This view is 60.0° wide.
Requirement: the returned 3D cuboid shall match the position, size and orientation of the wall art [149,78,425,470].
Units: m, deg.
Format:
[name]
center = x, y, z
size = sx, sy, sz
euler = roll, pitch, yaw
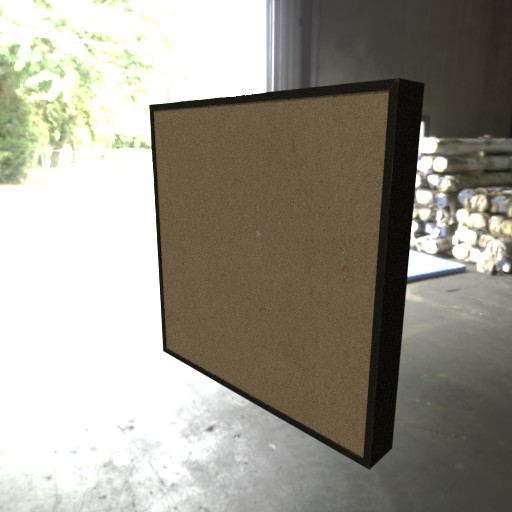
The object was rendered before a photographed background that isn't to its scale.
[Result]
[wall art]
center = 0.000, 0.000, 0.448
size = 0.038, 0.305, 0.305
euler = -14, 20, -43
